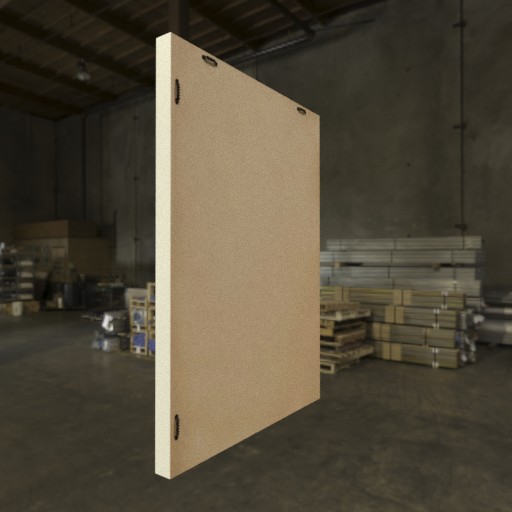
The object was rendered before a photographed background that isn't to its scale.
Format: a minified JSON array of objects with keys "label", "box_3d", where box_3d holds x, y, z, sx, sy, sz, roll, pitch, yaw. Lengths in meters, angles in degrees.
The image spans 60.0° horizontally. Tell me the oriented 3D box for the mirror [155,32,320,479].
[{"label":"mirror","box_3d":[0.000,0.000,0.918,0.040,0.710,0.507,0,-1,36]}]
